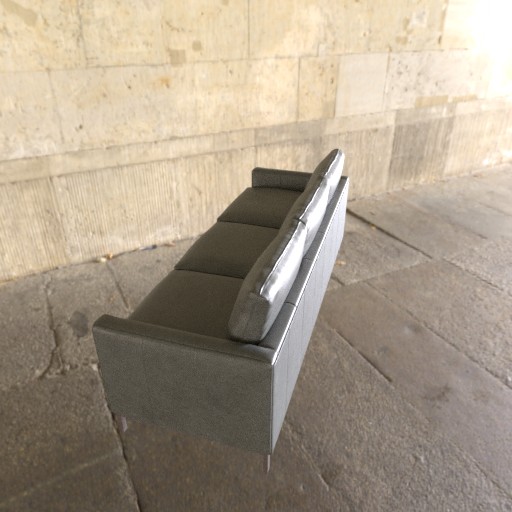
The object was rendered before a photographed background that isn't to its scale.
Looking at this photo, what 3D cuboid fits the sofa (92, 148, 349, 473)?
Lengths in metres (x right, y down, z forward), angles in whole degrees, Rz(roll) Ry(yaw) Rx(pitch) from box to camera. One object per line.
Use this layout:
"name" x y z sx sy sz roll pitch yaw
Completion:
"sofa" 0.000 0.000 2.452 0.748 0.805 2.029 9 30 15
